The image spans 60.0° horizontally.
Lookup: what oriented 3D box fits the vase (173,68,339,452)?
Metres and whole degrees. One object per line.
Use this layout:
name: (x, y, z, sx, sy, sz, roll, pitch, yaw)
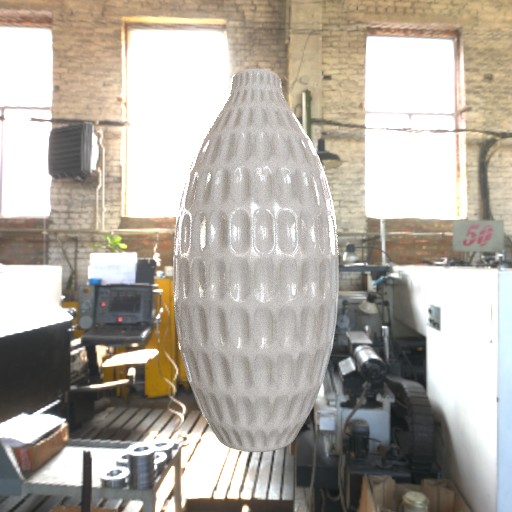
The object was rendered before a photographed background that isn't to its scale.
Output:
vase: (0.000, 0.000, 0.348, 0.127, 0.282, 0.127, 0, -1, 0)
